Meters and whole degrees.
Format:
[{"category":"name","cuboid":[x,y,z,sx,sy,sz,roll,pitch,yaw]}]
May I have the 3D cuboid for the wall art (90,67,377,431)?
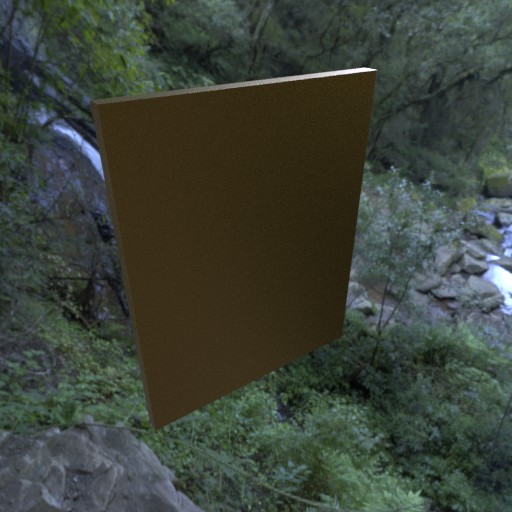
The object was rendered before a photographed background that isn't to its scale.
[{"category":"wall art","cuboid":[0.000,0.000,1.031,0.610,0.762,0.038,-19,36,-28]}]
